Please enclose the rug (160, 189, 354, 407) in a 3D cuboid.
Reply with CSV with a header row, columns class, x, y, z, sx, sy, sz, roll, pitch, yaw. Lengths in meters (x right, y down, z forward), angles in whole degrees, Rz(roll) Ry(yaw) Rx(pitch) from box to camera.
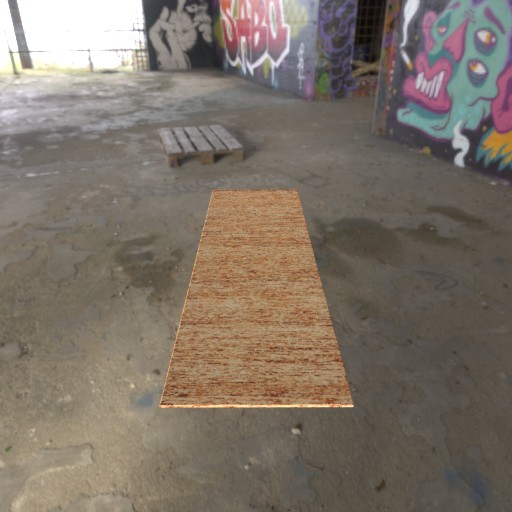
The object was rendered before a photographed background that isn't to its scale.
class,x,y,z,sx,sy,sz,roll,pitch,yaw
rug,0.000,0.000,2.531,0.680,0.014,2.237,0,28,0
